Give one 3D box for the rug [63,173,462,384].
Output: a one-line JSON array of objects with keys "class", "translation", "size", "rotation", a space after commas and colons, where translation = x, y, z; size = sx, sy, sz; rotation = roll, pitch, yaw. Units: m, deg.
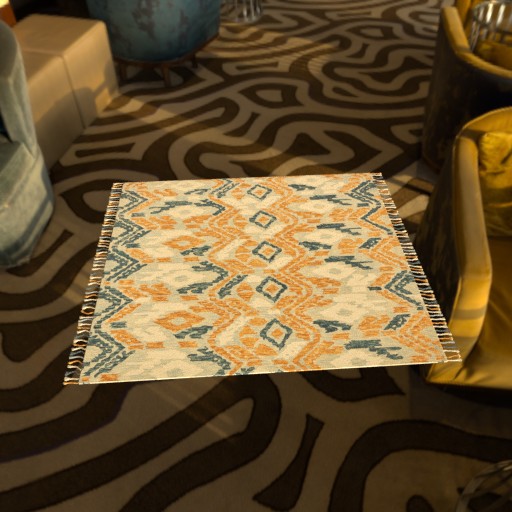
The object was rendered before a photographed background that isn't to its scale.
[{"class": "rug", "translation": [0.000, 0.000, 4.193], "size": [3.048, 0.010, 2.439], "rotation": [-3, 47, -3]}]
